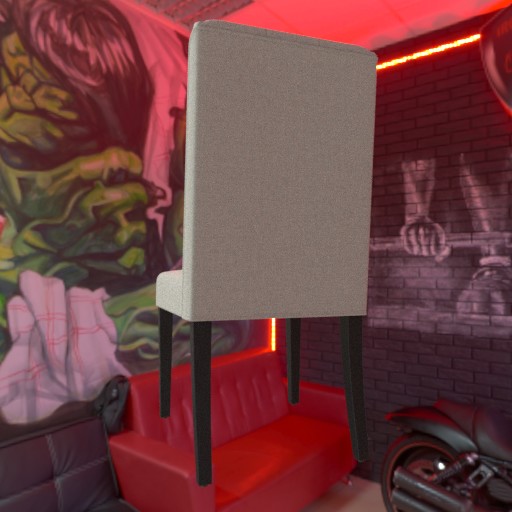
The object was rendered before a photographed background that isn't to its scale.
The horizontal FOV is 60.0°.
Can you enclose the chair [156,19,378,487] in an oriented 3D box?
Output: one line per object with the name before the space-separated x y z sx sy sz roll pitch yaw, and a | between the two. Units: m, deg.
chair | 0.000 0.000 1.191 0.474 0.961 0.523 1 -2 -19
